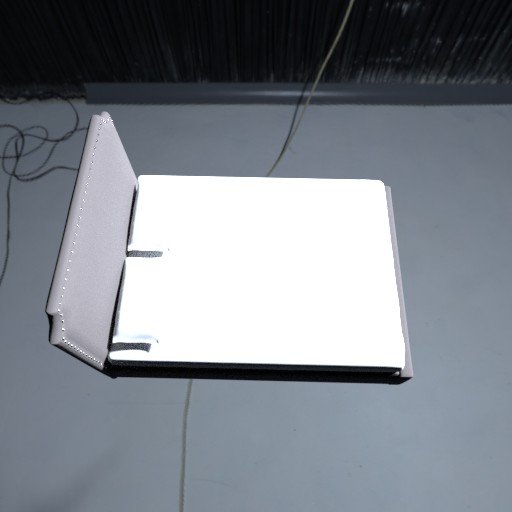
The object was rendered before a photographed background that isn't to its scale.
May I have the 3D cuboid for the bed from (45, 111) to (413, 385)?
[{"bbox_3d":[0.000,0.000,3.386,2.372,1.443,1.713,1,65,1],"label":"bed"}]
